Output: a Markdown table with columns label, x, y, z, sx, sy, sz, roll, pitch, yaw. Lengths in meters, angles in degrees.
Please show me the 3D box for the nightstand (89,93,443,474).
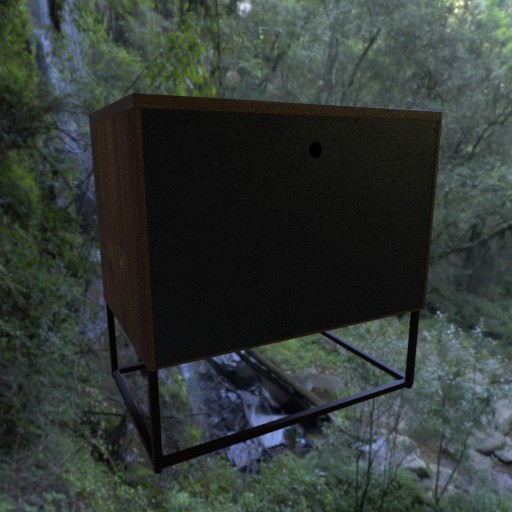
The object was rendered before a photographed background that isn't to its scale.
| label | x | y | z | sx | sy | sz | roll | pitch | yaw |
| --- | --- | --- | --- | --- | --- | --- | --- | --- | --- |
| nightstand | 0.000 | 0.000 | 0.993 | 0.610 | 0.610 | 0.437 | -7 | 15 | -27 |
